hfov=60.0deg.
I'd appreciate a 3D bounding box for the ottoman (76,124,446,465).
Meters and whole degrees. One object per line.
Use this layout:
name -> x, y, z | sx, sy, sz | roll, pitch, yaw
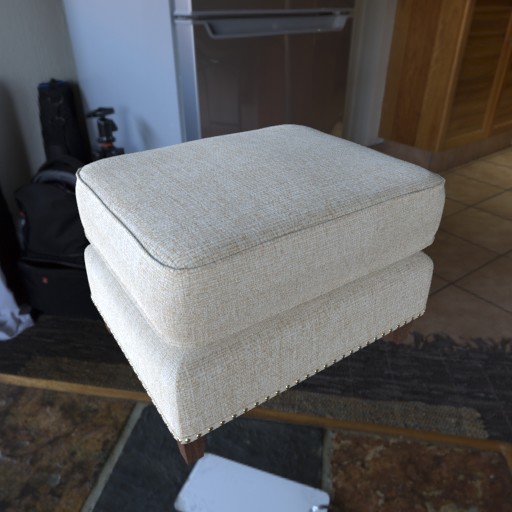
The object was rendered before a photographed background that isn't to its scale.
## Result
ottoman -> 0.000, 0.000, 1.135 | 0.738, 0.537, 0.589 | -20, 37, -29
